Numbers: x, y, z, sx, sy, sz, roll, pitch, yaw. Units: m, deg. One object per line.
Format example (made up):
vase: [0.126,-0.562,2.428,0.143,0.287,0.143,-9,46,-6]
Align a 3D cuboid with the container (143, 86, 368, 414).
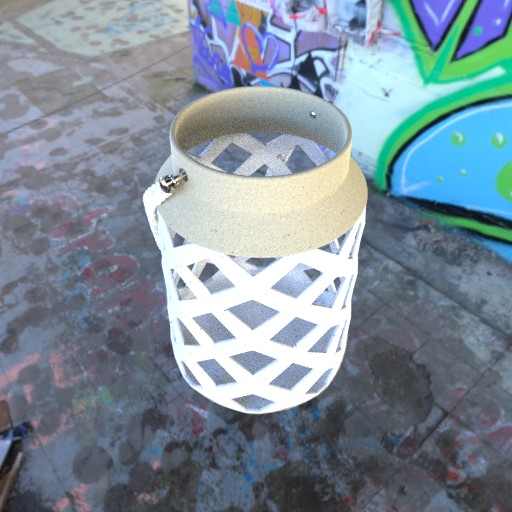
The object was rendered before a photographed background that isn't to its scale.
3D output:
container: [0.000,0.000,0.402,0.188,0.264,0.198,-32,54,-28]
